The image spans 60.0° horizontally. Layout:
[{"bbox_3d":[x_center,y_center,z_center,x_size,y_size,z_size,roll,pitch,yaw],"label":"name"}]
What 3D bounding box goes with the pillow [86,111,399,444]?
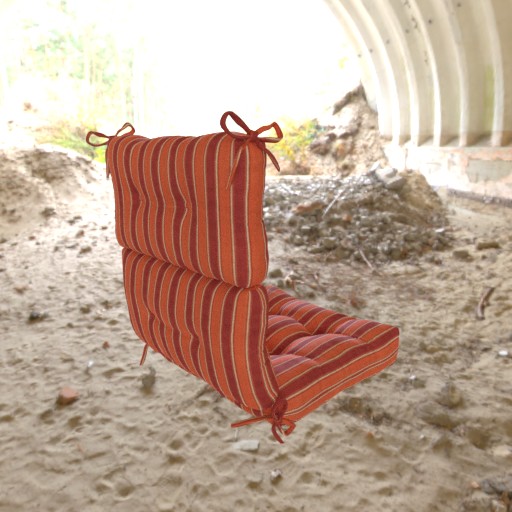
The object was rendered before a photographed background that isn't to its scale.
[{"bbox_3d":[0.000,0.000,1.044,0.571,0.605,0.519,-13,19,-41],"label":"pillow"}]
